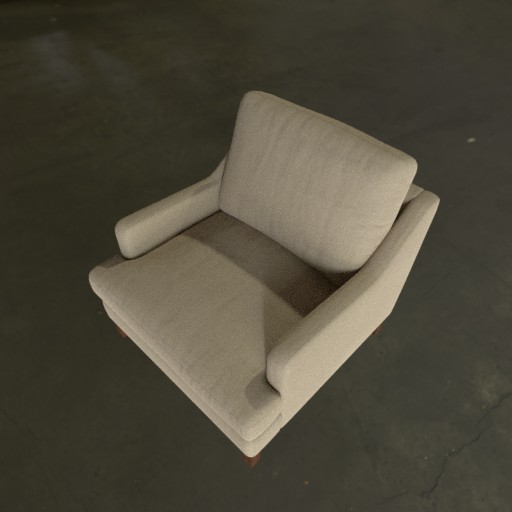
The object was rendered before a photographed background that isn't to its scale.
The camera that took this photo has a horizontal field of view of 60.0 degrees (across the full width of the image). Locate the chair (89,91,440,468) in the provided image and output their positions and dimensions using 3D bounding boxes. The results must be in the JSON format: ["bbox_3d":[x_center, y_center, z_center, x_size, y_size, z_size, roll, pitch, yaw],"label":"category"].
[{"bbox_3d":[0.000,0.000,1.719,0.912,0.916,1.001,35,55,29],"label":"chair"}]
